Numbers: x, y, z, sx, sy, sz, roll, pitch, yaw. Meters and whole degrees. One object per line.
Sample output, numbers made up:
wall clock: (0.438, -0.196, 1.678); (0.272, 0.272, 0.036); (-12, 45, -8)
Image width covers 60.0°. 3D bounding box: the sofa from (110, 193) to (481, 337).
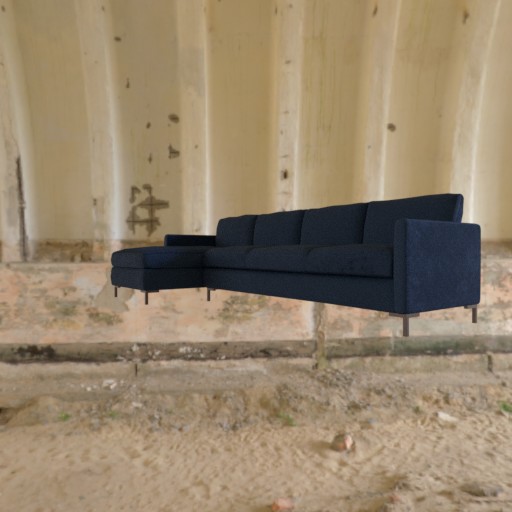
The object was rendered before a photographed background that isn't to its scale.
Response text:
sofa: (0.000, 0.000, 2.917); (1.128, 0.679, 2.450); (-1, 1, -37)
